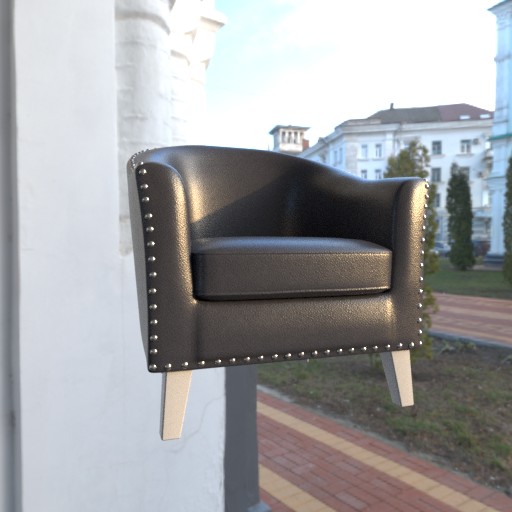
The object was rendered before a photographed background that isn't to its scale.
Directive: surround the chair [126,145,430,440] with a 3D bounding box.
[{"bbox_3d":[0.000,0.000,1.420,0.794,0.823,0.748,-1,2,-19],"label":"chair"}]
